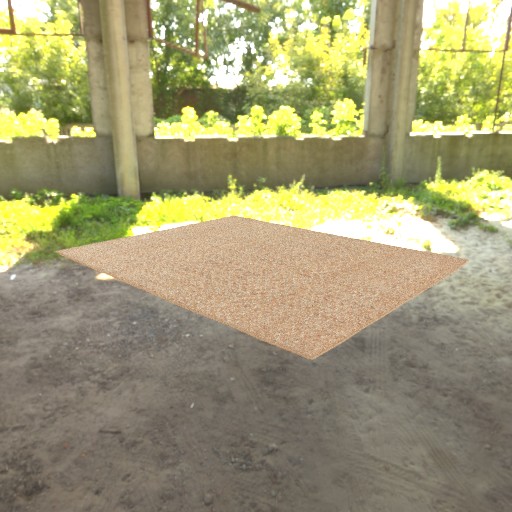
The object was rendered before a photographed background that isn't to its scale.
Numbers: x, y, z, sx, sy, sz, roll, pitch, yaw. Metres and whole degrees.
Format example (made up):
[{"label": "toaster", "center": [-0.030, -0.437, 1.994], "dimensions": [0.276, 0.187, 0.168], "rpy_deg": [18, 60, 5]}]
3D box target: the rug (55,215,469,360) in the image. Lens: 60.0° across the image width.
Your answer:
[{"label": "rug", "center": [0.000, 0.000, 4.122], "dimensions": [3.048, 0.013, 2.439], "rpy_deg": [15, 22, 41]}]
